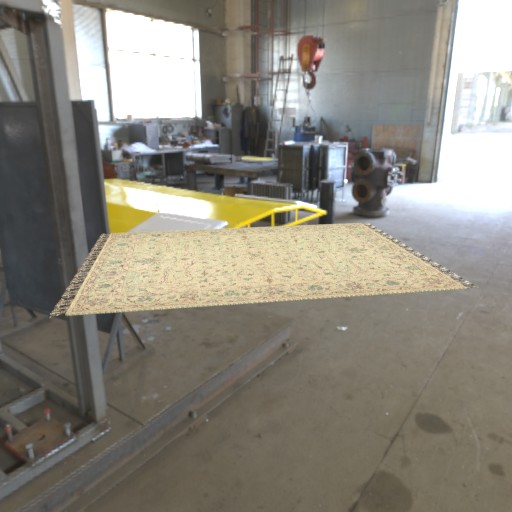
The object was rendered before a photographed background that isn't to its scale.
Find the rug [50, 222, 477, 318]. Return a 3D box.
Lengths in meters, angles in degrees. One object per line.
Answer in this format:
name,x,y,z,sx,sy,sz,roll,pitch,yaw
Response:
rug,0.000,0.000,2.399,1.802,0.008,1.247,-3,18,-9
